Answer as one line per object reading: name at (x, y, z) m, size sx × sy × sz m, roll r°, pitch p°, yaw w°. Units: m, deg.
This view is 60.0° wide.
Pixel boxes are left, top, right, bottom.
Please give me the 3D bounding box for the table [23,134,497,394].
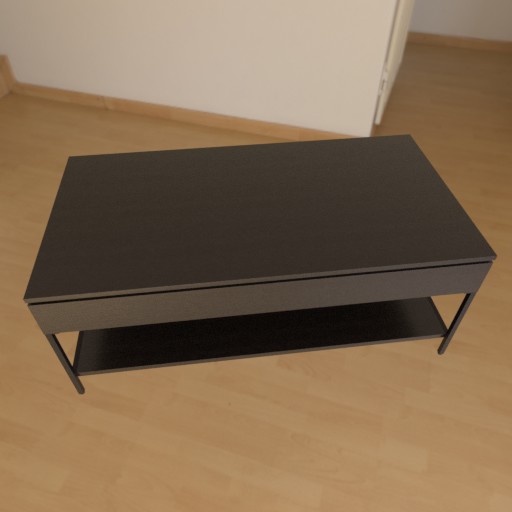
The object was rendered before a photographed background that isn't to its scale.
table at (0.000, 0.000, 1.368) m, size 1.095 × 0.435 × 0.574 m, roll -5°, pitch 45°, yaw -5°
